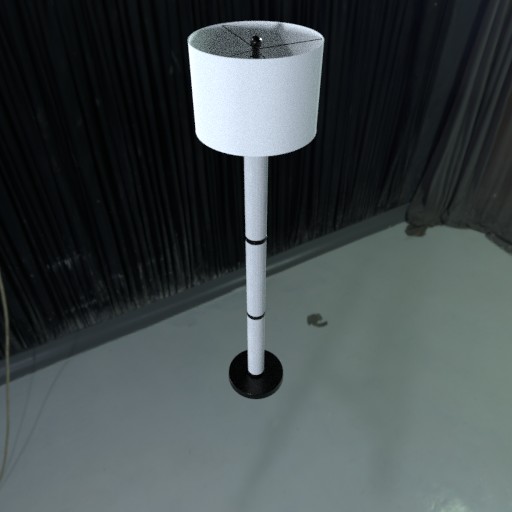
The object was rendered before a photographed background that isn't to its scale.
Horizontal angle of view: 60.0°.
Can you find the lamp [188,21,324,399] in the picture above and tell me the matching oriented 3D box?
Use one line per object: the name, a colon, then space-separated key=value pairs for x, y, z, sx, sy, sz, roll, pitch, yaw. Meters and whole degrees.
lamp: x=0.000 y=0.000 z=1.740 sx=0.377 sy=1.599 sz=0.377 roll=-23 pitch=46 yaw=-25
